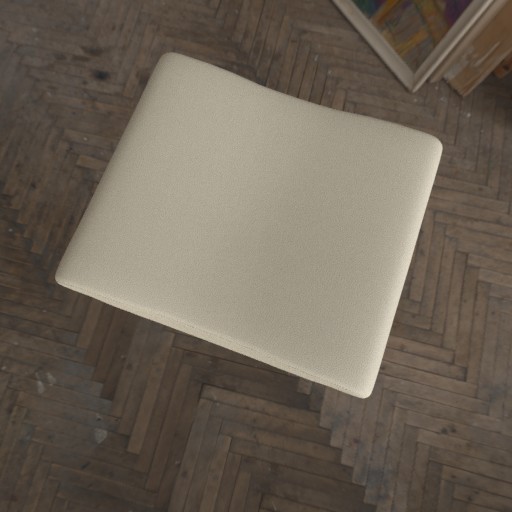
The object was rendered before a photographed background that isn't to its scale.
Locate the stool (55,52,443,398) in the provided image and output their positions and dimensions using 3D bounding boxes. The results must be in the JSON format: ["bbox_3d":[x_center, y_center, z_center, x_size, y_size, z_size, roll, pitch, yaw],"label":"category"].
[{"bbox_3d":[0.000,0.000,0.921,0.471,0.609,0.401,20,77,5],"label":"stool"}]
